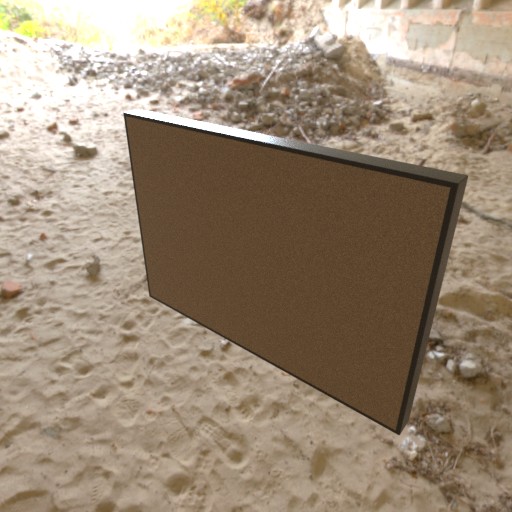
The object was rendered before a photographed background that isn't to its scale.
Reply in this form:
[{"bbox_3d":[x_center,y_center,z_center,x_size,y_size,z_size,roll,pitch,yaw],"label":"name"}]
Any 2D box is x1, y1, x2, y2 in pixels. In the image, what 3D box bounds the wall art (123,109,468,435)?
[{"bbox_3d":[0.000,0.000,1.192,0.939,0.640,0.058,22,36,33],"label":"wall art"}]
